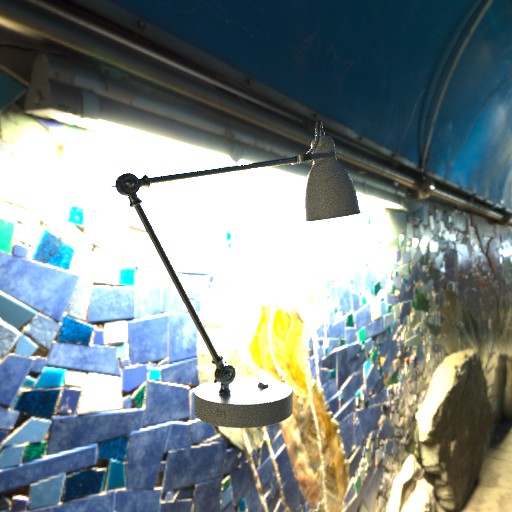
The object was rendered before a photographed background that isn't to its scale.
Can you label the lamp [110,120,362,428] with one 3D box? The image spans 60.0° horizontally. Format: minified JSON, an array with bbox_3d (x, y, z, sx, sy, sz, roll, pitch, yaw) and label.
[{"bbox_3d":[0.000,0.000,0.865,0.561,0.587,0.187,1,-2,-37],"label":"lamp"}]
